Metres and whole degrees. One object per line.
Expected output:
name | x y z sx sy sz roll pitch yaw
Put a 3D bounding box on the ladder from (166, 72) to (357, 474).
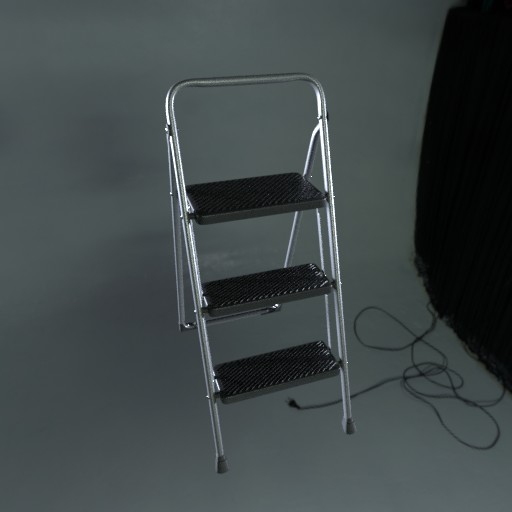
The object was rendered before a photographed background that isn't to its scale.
ladder | 0.000 0.000 1.266 0.430 0.945 0.629 -10 33 -16
